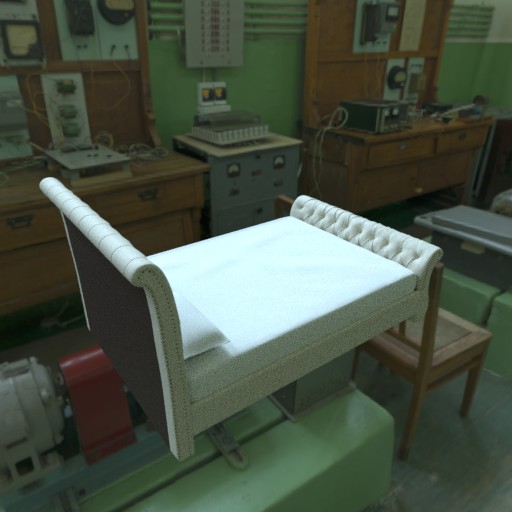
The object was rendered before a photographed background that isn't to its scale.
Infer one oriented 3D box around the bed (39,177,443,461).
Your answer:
[{"bbox_3d":[0.000,0.000,3.366,2.493,1.268,1.606,-18,32,-32],"label":"bed"}]
